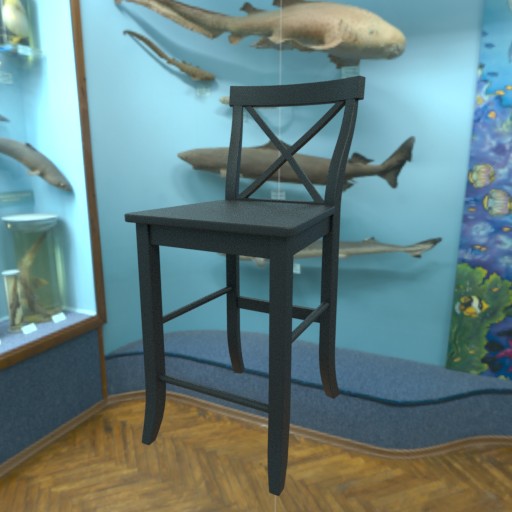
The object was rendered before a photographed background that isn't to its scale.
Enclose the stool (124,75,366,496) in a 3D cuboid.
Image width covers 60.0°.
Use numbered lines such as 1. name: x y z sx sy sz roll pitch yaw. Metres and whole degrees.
1. stool: 0.000 0.000 1.254 0.452 0.989 0.559 7 15 27
